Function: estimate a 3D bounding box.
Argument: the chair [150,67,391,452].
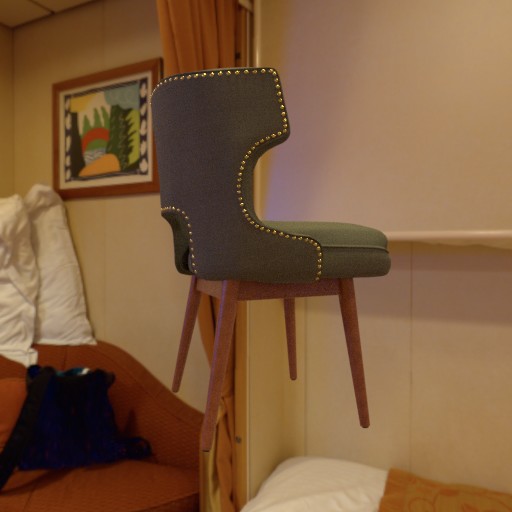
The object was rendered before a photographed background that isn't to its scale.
[{"bbox_3d":[0.000,0.000,1.252,0.581,0.863,0.595,0,0,-19],"label":"chair"}]
